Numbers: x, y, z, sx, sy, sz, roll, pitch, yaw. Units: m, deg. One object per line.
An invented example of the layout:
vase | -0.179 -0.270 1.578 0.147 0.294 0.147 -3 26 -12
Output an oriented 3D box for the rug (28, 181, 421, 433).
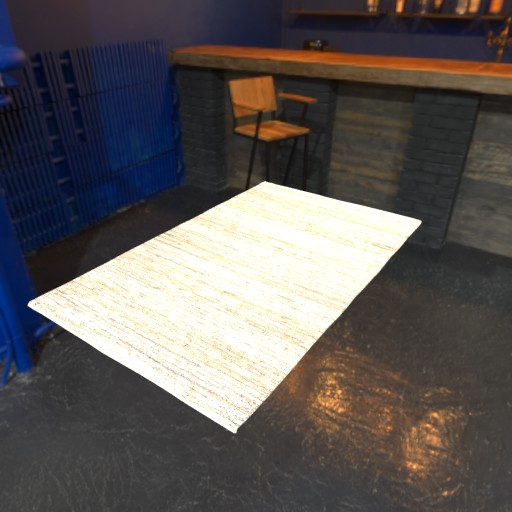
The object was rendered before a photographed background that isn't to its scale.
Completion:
rug | 0.000 0.000 3.034 1.529 0.009 2.446 19 35 30
